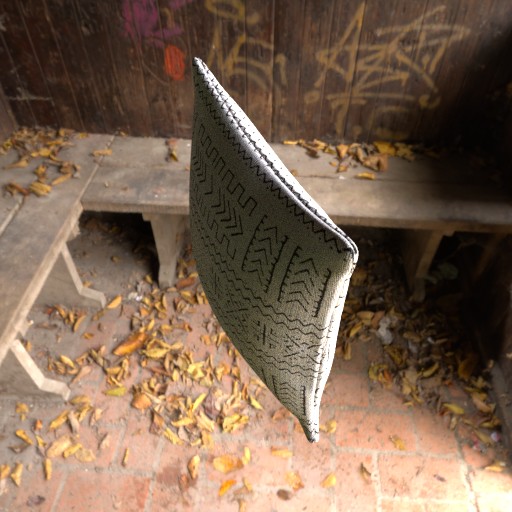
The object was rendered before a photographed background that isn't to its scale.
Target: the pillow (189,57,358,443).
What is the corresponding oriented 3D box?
[{"bbox_3d":[0.000,0.000,0.665,0.164,0.430,0.438,-18,49,-16],"label":"pillow"}]
